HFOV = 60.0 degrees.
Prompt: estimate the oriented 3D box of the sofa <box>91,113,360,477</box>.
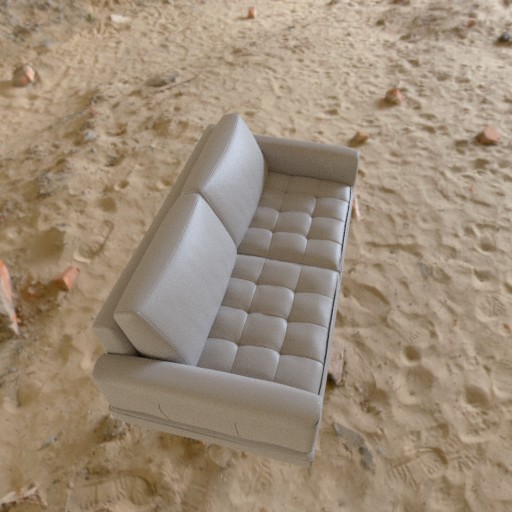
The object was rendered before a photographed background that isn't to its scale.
[{"bbox_3d":[0.000,0.000,2.759,1.121,0.930,2.177,10,49,9],"label":"sofa"}]
